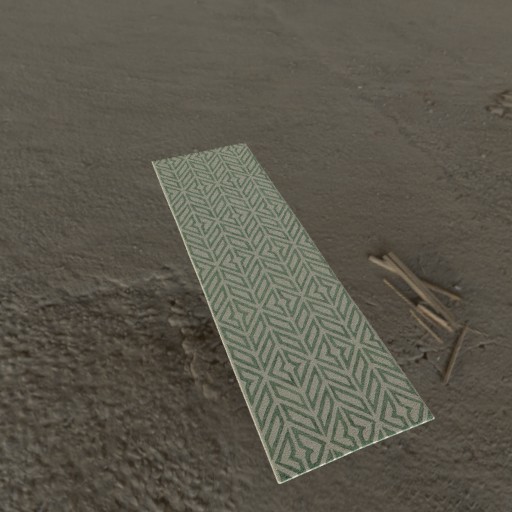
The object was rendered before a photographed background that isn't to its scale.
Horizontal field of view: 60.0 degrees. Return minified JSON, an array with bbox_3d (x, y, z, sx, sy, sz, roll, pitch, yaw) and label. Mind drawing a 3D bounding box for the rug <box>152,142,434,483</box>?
[{"bbox_3d":[0.000,0.000,2.653,0.750,0.009,2.435,-15,48,-15],"label":"rug"}]
